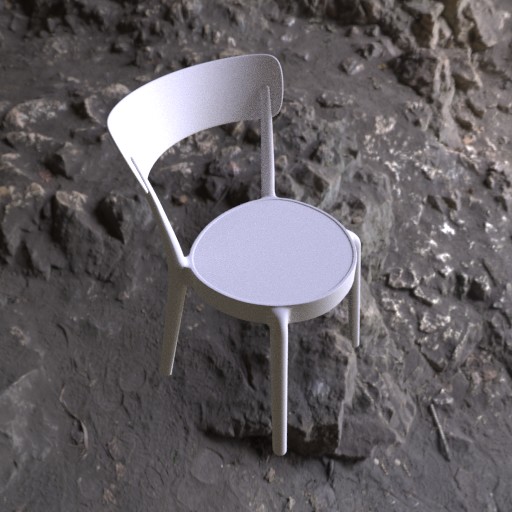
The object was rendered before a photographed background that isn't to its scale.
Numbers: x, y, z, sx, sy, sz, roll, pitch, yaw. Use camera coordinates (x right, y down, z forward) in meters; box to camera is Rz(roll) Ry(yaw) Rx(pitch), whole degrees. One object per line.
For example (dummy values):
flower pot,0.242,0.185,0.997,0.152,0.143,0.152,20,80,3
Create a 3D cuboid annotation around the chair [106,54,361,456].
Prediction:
chair,0.000,0.000,1.104,0.491,0.790,0.506,26,47,26
